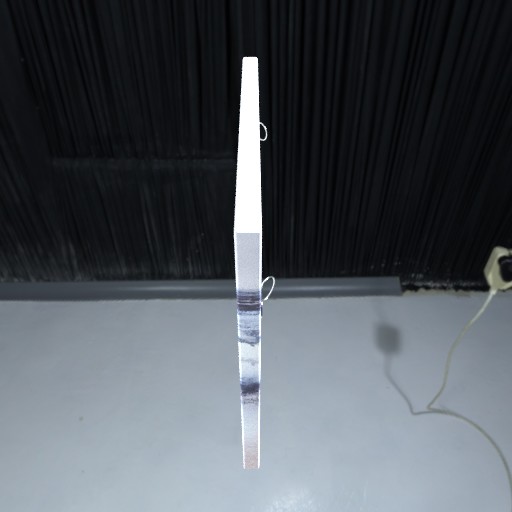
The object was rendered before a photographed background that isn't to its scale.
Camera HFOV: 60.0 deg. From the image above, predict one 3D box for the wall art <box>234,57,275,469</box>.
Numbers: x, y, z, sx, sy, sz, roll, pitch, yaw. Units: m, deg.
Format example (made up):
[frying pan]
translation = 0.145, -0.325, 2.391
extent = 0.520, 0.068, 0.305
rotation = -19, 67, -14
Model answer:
[wall art]
translation = 0.000, 0.000, 1.139
extent = 0.065, 0.747, 0.755
rotation = 0, 41, 0
